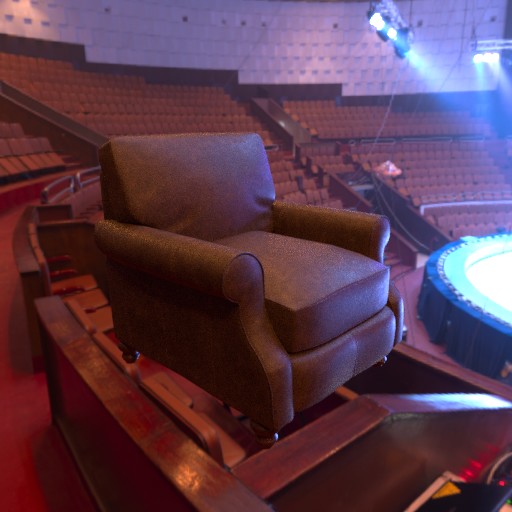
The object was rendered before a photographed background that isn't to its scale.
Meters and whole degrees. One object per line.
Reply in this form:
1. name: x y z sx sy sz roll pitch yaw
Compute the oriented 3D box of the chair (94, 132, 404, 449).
1. chair: 0.000 0.000 1.802 1.002 0.976 0.996 14 20 41
